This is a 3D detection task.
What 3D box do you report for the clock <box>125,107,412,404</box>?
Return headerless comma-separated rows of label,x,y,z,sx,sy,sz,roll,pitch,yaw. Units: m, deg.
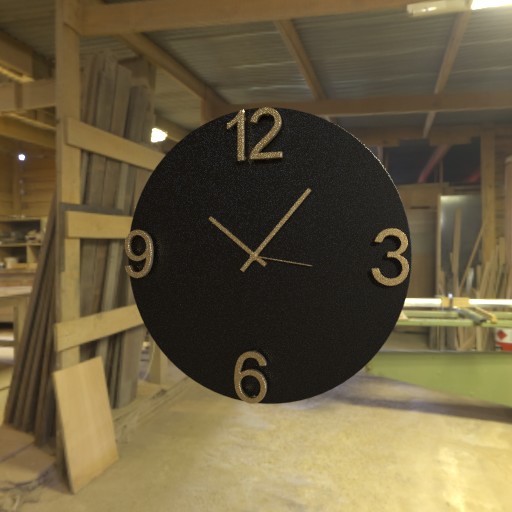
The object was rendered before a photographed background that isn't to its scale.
clock,0.000,0.000,0.683,0.454,0.454,0.038,0,0,18
